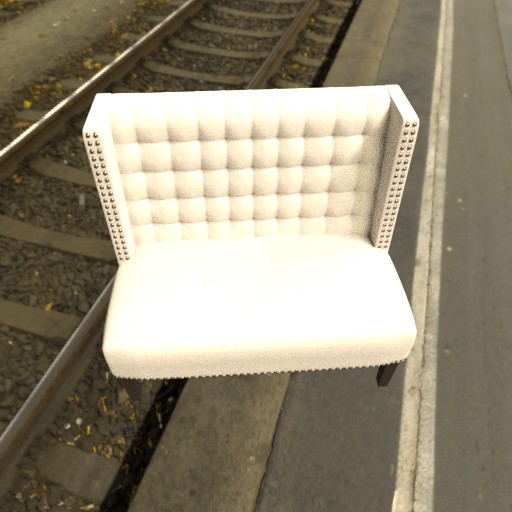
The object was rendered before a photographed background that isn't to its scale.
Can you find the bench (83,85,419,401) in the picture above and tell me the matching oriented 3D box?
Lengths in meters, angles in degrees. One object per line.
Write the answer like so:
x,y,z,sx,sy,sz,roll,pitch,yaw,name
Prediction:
0.000,0.000,1.944,1.280,1.123,0.847,-3,47,-2,bench
